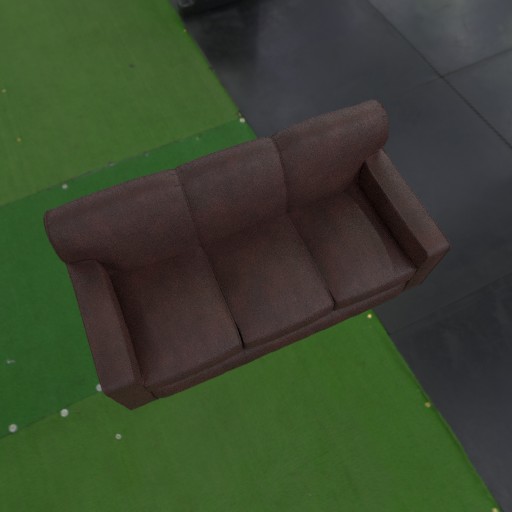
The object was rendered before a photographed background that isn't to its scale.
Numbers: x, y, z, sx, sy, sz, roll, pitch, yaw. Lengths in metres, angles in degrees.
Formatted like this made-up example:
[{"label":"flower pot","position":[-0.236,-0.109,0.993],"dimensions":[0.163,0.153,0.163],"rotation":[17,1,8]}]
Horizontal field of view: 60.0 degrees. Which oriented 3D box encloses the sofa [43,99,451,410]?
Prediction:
[{"label":"sofa","position":[0.000,0.000,2.636],"dimensions":[2.039,0.953,1.008],"rotation":[-21,65,-11]}]
